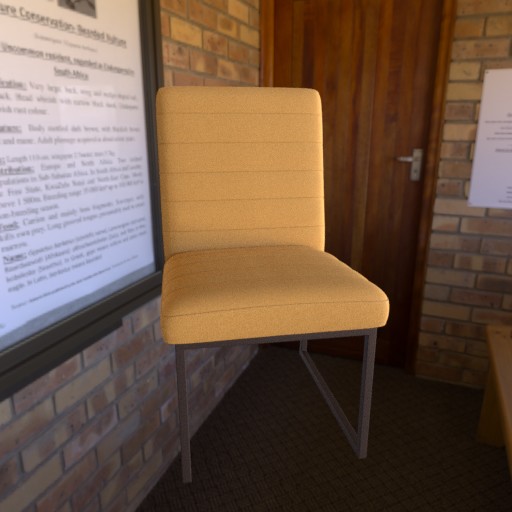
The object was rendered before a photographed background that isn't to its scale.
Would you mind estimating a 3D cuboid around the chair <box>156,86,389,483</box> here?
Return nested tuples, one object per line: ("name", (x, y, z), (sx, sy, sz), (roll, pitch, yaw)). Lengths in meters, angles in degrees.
("chair", (0.000, 0.000, 1.244), (0.520, 0.930, 0.634), (-3, 17, -10))
